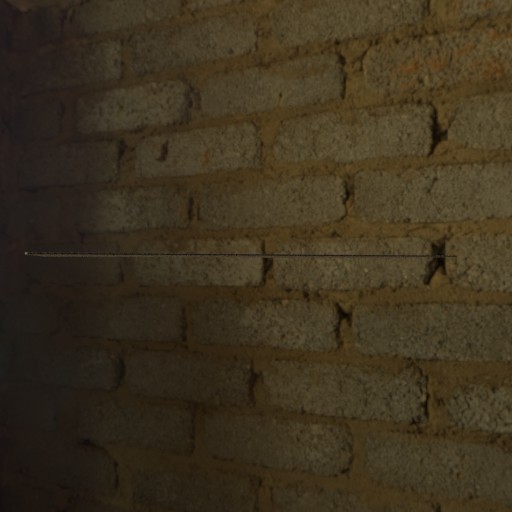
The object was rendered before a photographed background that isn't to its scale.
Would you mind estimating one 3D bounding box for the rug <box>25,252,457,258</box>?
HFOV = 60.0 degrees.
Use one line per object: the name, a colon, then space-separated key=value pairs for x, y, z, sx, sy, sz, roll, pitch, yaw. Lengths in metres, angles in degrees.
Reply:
rug: x=0.000 y=0.000 z=2.546 sx=2.286 sy=0.008 sz=0.686 roll=0 pitch=-1 yaw=-19
